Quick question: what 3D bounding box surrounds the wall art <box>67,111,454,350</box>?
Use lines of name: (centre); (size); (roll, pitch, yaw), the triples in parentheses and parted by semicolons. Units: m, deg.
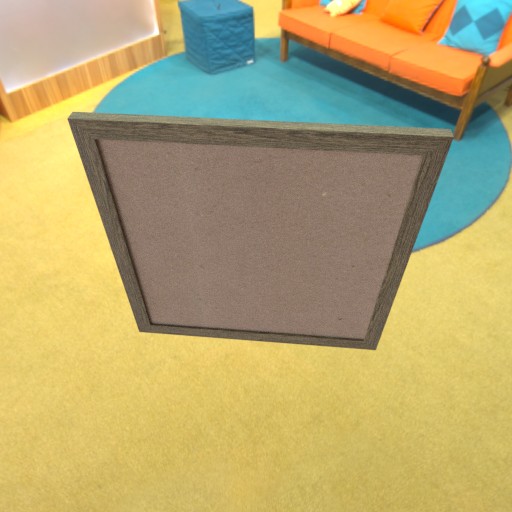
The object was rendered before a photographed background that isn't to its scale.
wall art: (0.000, 0.000, 0.771); (0.508, 0.508, 0.019); (4, 47, 4)
